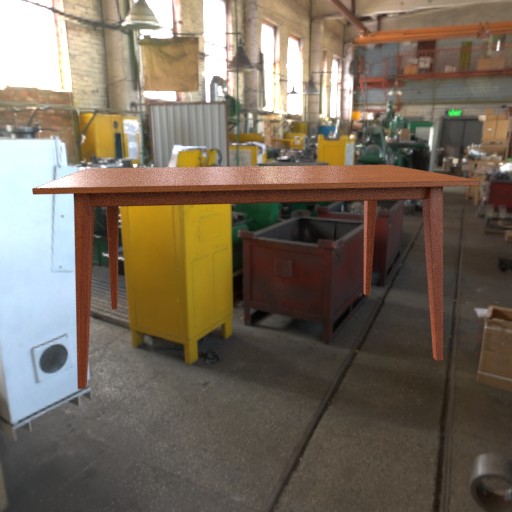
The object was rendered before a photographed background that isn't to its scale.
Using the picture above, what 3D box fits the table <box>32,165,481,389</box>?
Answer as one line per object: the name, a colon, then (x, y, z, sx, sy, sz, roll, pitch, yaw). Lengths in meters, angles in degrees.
table: (0.000, 0.000, 2.056, 1.609, 0.755, 0.811, -2, 16, -8)
